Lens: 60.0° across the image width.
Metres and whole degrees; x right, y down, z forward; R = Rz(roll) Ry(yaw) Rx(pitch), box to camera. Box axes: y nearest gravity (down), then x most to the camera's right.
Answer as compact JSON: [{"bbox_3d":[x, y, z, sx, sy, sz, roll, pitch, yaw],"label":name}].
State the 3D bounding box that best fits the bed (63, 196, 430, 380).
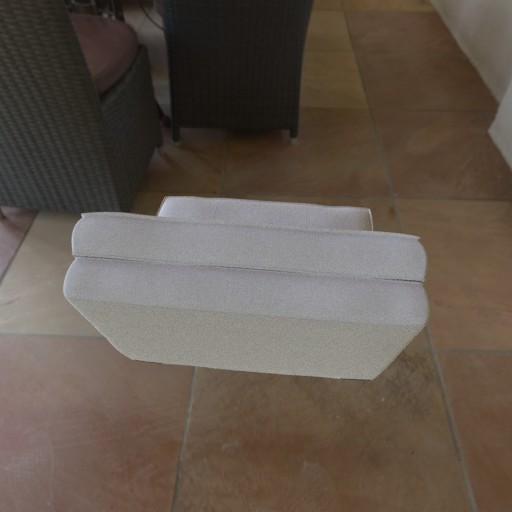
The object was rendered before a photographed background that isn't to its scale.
[{"bbox_3d":[0.000,0.000,1.340,0.799,0.614,0.749,4,47,4],"label":"bed"}]
